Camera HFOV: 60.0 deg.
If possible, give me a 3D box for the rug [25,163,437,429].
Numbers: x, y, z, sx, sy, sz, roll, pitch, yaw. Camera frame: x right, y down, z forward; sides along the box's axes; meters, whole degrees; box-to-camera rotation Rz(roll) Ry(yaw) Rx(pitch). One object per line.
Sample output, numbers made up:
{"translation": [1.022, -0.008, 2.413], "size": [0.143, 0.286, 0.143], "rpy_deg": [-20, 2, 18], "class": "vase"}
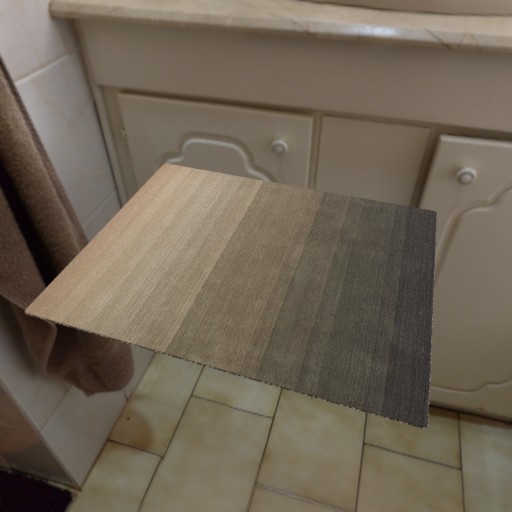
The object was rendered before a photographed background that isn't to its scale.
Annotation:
{"translation": [0.000, 0.000, 3.774], "size": [2.902, 0.017, 2.305], "rpy_deg": [12, 43, 14], "class": "rug"}
